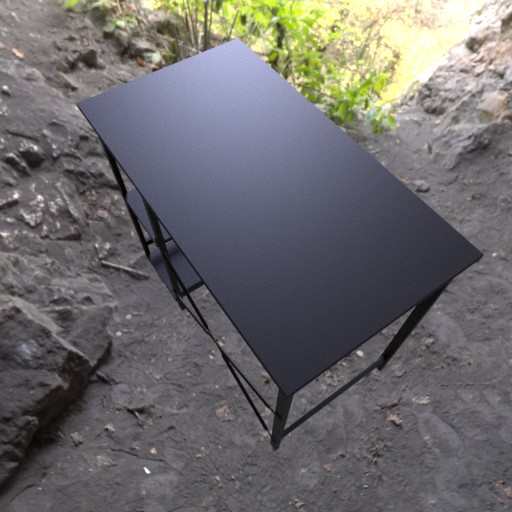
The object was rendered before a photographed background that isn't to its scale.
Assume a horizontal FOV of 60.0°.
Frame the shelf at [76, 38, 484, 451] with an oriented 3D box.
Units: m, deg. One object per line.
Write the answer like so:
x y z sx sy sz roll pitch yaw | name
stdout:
0.000 0.000 1.334 0.498 0.749 0.902 -31 63 -17 | shelf
